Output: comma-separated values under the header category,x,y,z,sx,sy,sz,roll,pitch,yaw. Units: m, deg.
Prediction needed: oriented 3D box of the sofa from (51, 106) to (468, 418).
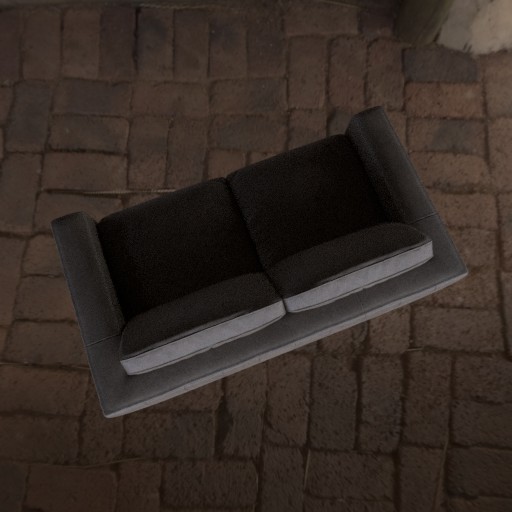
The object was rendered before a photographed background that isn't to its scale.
category,x,y,z,sx,sy,sz,roll,pitch,yaw
sofa,0.000,0.000,2.419,1.920,0.800,1.070,-21,76,-5
